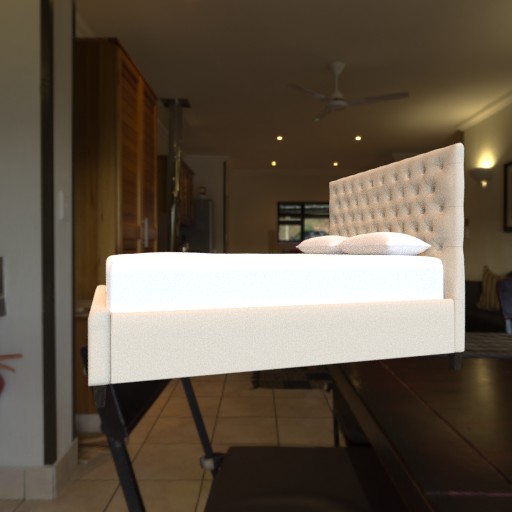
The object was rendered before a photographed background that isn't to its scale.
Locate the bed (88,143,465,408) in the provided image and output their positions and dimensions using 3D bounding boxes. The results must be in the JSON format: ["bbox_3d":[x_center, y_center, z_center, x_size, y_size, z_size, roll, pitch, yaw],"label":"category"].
[{"bbox_3d":[0.000,0.000,3.220,2.233,1.426,1.696,0,1,-19],"label":"bed"}]
